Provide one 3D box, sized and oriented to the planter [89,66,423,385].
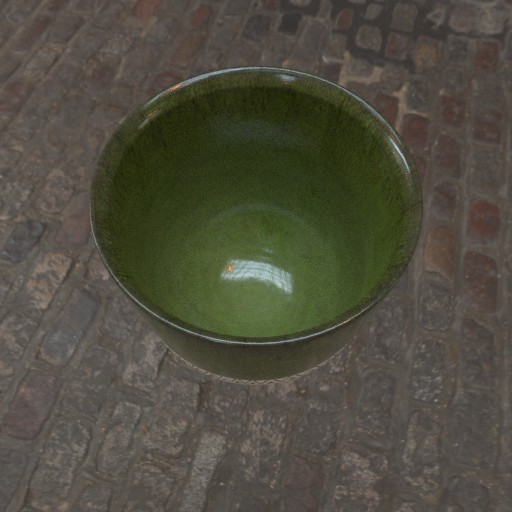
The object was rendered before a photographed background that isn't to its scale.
[{"bbox_3d":[0.000,0.000,0.476,0.266,0.270,0.266,0,64,0],"label":"planter"}]
